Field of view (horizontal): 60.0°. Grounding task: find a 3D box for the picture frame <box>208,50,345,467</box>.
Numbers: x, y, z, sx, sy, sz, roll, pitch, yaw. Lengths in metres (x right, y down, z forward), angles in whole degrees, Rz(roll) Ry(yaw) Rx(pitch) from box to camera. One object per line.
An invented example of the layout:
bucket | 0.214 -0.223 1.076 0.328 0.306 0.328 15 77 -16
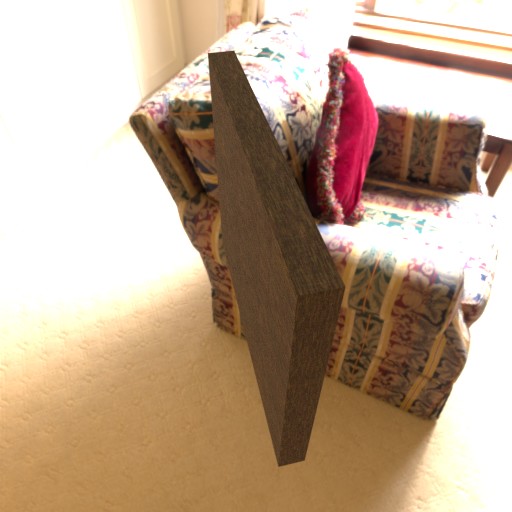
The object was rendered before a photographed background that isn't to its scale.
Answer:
picture frame | 0.000 0.000 0.532 0.033 0.330 0.378 -10 48 -9
